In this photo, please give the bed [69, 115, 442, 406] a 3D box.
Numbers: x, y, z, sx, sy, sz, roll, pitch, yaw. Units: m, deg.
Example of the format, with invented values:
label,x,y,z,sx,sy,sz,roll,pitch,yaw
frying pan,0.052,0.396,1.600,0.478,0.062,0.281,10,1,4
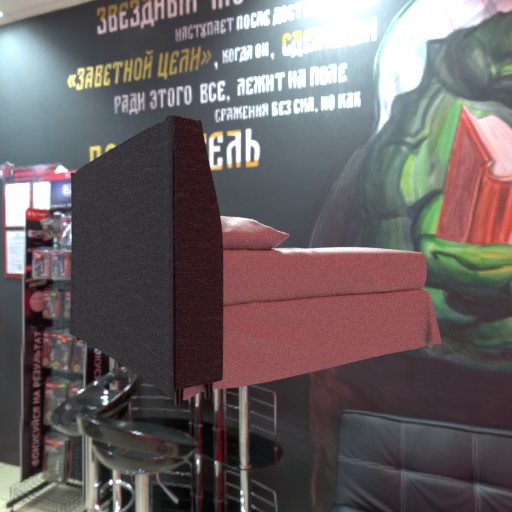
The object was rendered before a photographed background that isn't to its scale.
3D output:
label,x,y,z,sx,sy,sz,roll,pitch,yaw
bed,0.000,0.000,3.382,2.276,1.332,1.925,-1,1,-36
